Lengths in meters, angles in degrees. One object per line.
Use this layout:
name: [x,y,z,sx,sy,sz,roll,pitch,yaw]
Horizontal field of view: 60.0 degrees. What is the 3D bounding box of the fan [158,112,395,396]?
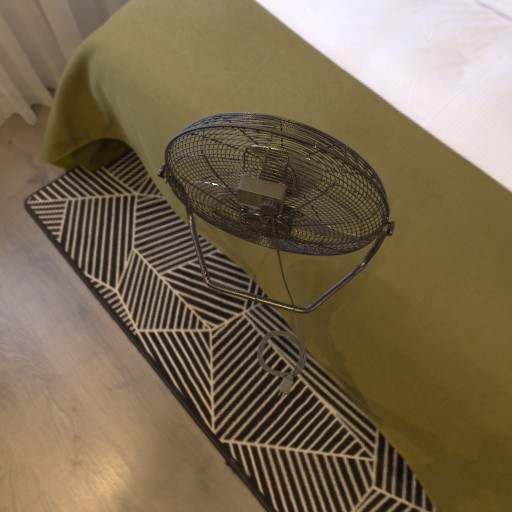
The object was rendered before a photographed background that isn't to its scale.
fan: [0.000,0.000,1.006,0.595,0.605,0.470,15,65,7]
